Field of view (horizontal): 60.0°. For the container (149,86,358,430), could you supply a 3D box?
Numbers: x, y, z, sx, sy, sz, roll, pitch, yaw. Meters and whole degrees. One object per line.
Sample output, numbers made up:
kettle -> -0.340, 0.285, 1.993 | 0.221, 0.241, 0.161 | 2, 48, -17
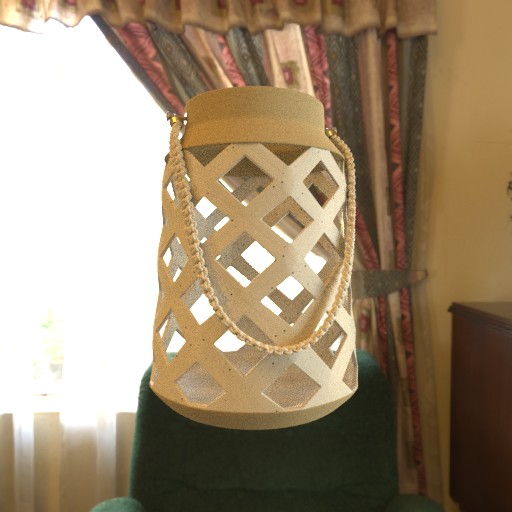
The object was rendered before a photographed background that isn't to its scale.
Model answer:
container -> 0.000, 0.000, 0.347 | 0.163, 0.229, 0.172 | 0, 1, -18
